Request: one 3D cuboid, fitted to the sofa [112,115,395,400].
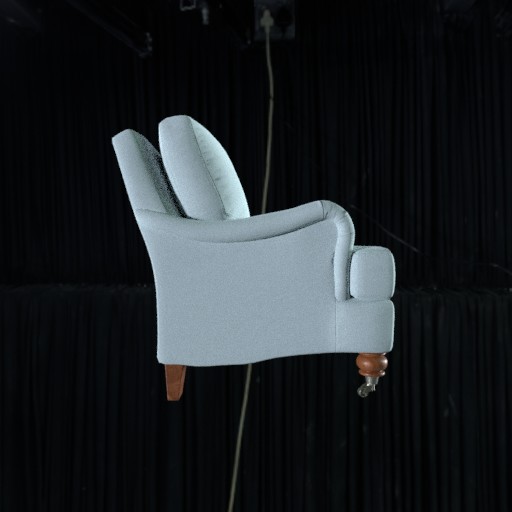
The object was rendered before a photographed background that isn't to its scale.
[{"bbox_3d":[0.000,0.000,2.537,1.084,1.101,1.853,0,0,0],"label":"sofa"}]
